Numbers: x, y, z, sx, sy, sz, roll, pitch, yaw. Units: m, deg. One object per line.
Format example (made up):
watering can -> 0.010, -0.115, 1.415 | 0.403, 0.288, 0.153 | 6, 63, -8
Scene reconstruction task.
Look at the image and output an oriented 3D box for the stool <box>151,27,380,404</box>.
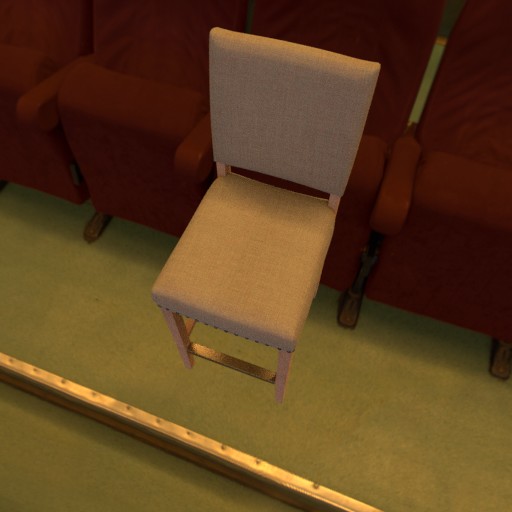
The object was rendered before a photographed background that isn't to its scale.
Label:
stool -> 0.000, 0.000, 1.455 | 0.445, 1.173, 0.585 | 18, 60, 10
